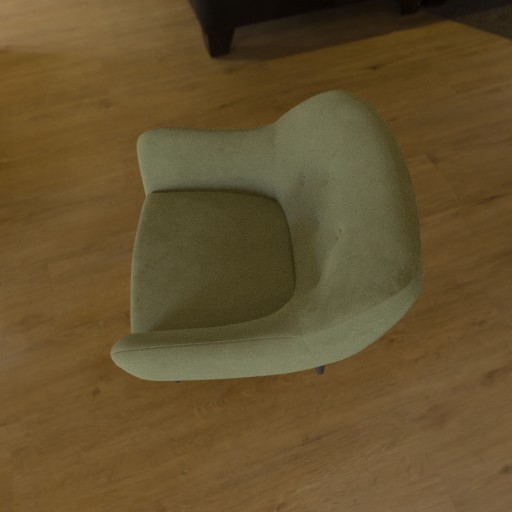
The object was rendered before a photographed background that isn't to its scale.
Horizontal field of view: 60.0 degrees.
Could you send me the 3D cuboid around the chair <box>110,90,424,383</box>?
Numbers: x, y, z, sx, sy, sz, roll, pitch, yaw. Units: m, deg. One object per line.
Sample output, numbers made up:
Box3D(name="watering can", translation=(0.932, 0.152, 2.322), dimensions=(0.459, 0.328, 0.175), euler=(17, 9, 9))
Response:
Box3D(name="chair", translation=(0.000, 0.000, 1.482), dimensions=(0.819, 0.804, 0.840), euler=(-3, 58, -2))
